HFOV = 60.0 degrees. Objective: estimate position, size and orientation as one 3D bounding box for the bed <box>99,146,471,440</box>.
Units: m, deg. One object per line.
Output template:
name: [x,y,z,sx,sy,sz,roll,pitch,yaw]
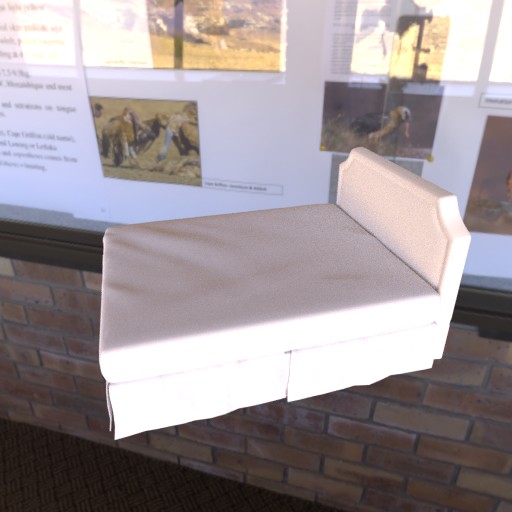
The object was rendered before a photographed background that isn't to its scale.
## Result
bed: [0.000,0.000,3.612,2.498,1.293,1.977,-8,29,-14]
